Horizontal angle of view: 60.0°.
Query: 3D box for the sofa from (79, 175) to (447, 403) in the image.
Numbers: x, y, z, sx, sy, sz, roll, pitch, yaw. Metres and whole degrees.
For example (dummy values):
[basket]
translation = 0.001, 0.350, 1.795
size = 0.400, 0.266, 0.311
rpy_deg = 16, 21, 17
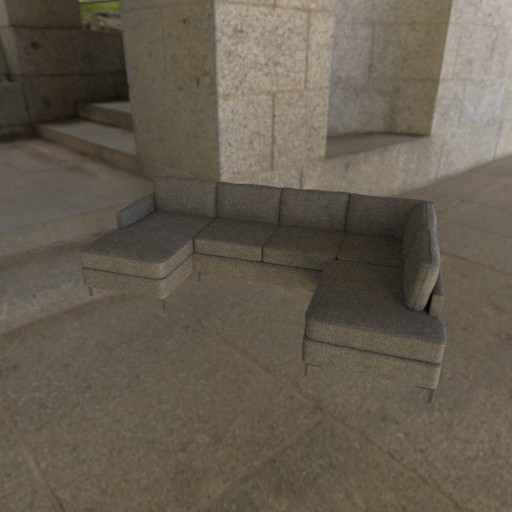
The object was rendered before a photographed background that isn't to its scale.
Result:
[sofa]
translation = 0.000, 0.000, 4.386
size = 3.423, 0.999, 2.048
rpy_deg = 8, 26, 17
